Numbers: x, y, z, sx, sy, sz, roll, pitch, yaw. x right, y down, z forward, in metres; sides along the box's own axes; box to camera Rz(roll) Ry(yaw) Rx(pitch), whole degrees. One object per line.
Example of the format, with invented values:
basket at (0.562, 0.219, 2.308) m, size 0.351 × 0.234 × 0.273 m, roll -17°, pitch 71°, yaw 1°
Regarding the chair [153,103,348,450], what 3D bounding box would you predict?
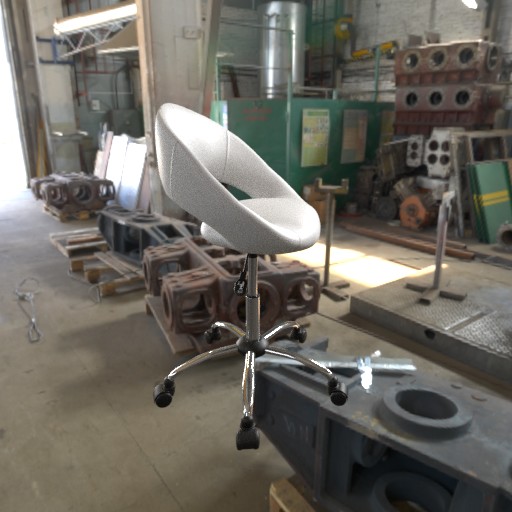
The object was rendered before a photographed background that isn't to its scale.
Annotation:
chair at (0.000, 0.000, 1.211) m, size 0.538 × 0.791 × 0.612 m, roll 3°, pitch 18°, yaw 8°
